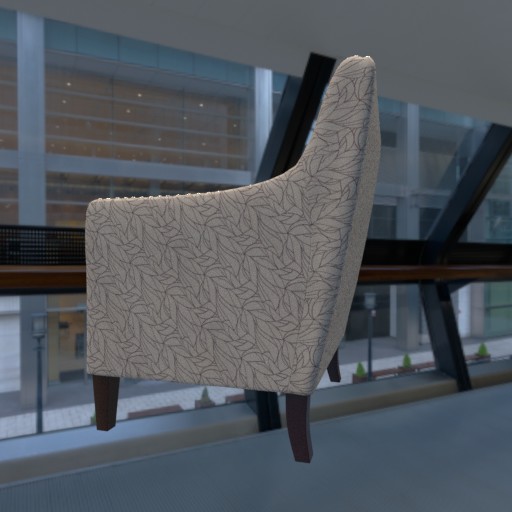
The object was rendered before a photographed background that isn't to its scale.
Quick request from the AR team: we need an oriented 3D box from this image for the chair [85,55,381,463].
[{"bbox_3d":[0.000,0.000,1.222,0.651,0.816,0.623,0,1,17],"label":"chair"}]
